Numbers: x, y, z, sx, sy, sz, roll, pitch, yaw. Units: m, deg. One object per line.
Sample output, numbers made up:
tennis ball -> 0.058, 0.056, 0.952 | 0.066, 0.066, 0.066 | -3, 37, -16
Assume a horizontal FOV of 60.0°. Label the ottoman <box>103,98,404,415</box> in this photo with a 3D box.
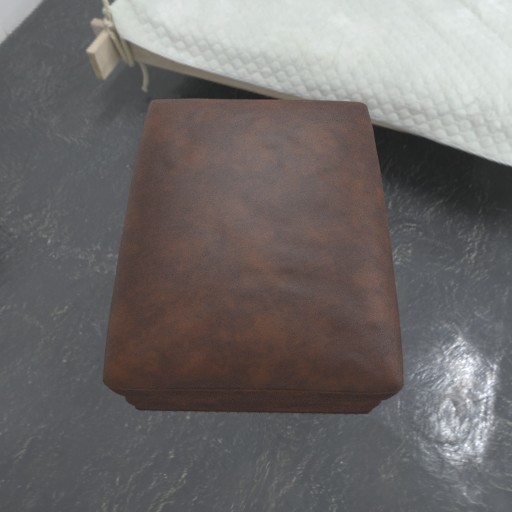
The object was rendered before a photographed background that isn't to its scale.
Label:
ottoman -> 0.000, 0.000, 1.138 | 0.586, 0.486, 0.742 | 1, 63, 0
